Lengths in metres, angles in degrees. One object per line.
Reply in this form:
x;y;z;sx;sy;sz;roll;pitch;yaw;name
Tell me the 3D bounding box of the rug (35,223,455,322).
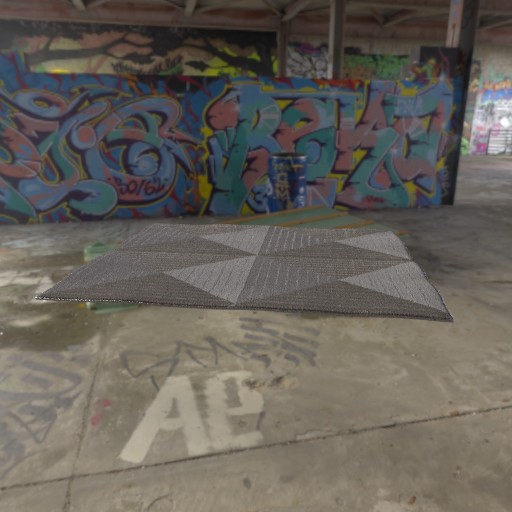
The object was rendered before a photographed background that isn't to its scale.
0.000;0.000;0.917;0.642;0.008;0.551;2;17;7;rug
